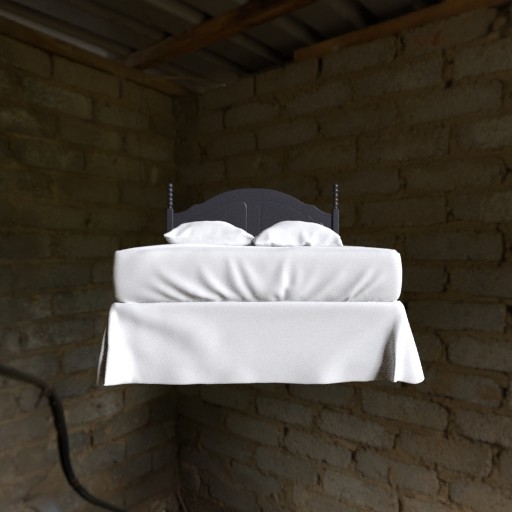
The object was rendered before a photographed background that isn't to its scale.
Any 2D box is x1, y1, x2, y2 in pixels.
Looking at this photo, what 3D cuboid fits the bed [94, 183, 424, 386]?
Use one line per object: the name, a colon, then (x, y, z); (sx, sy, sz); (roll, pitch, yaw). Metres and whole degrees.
bed: (0.000, 0.000, 3.309); (1.873, 1.356, 2.040); (0, 1, -1)
